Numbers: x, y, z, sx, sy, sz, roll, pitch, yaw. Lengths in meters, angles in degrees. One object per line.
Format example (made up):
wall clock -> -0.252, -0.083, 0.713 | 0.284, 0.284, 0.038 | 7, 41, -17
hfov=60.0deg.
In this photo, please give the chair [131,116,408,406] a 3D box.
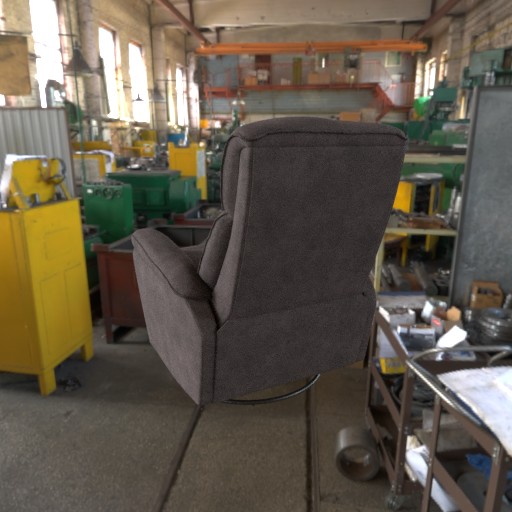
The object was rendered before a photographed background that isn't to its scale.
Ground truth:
chair -> 0.000, 0.000, 1.782 | 0.830, 1.035, 1.009 | -7, 17, -26
